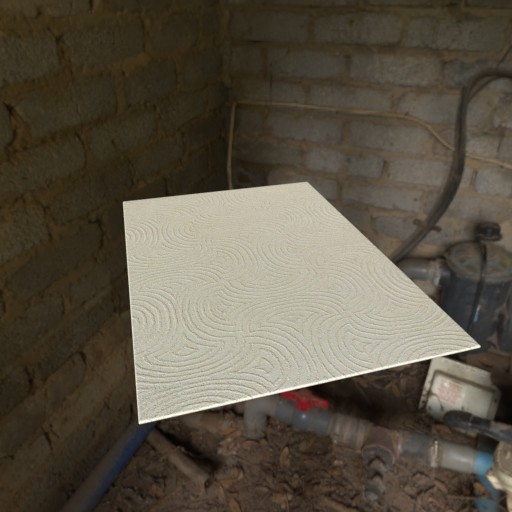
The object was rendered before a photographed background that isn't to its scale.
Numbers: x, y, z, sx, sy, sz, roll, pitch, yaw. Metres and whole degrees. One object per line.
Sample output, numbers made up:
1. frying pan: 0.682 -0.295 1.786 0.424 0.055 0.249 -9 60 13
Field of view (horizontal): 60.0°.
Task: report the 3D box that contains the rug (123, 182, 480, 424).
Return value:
1. rug: 0.000 0.000 2.725 1.526 0.015 2.132 -8 32 -14
